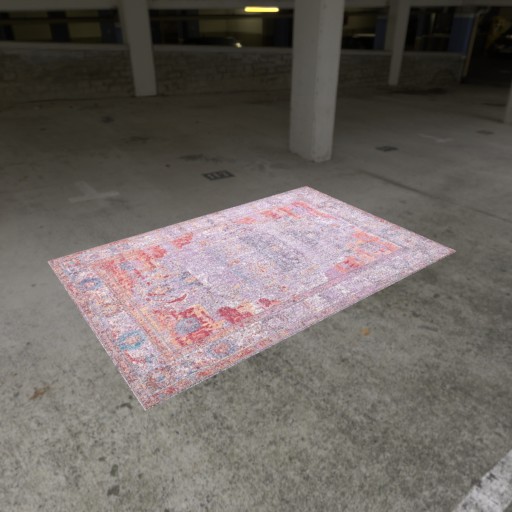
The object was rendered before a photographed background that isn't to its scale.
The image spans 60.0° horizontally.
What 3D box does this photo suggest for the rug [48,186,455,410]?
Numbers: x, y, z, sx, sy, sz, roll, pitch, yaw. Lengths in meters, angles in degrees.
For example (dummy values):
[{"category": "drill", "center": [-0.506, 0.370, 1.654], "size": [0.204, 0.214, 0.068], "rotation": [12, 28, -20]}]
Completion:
[{"category": "rug", "center": [0.000, 0.000, 2.381], "size": [1.829, 0.005, 1.219], "rotation": [-20, 36, -31]}]
